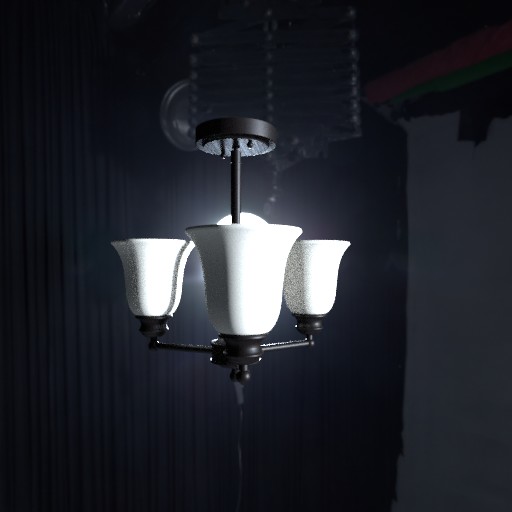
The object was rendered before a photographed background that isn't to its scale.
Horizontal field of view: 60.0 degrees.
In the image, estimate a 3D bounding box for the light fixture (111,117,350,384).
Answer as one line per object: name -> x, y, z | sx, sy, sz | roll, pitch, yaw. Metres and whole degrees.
light fixture -> 0.000, 0.000, 0.675 | 0.354, 0.370, 0.388 | 1, -2, -36
